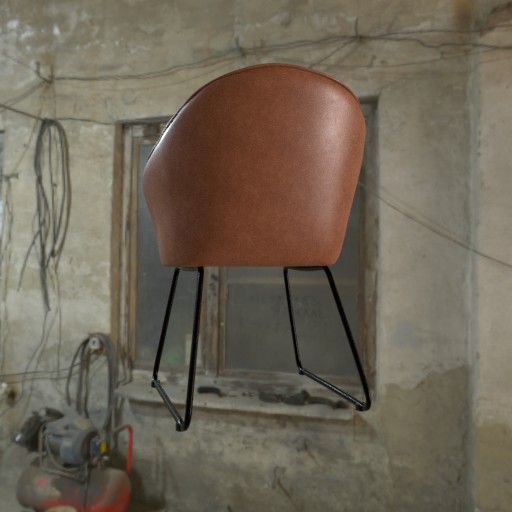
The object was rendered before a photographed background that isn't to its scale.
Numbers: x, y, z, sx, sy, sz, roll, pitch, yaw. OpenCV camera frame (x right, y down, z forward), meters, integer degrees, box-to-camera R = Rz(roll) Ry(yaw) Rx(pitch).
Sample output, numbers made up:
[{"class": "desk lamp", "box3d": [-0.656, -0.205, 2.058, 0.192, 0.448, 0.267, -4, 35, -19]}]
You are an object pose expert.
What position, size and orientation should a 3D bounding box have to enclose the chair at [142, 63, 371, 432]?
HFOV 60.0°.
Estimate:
[{"class": "chair", "box3d": [0.000, 0.000, 1.189, 0.582, 0.785, 0.580, 0, -1, -18]}]
